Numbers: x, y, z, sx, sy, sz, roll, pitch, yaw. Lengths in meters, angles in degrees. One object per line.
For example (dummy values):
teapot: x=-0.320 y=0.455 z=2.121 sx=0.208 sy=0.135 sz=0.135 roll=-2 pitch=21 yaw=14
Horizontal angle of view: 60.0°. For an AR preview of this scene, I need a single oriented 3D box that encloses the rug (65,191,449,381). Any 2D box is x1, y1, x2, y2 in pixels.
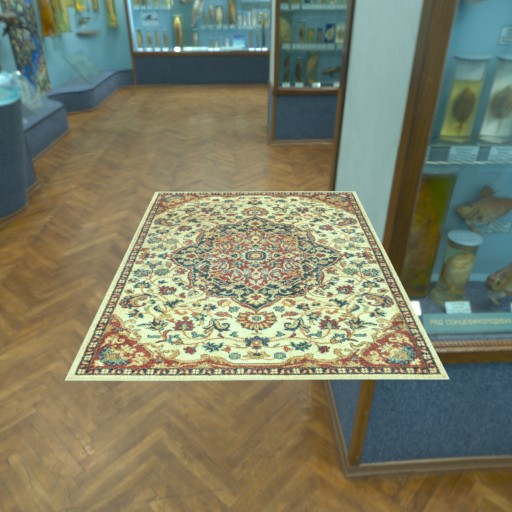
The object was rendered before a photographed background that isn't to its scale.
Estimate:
rug: x=0.000 y=0.000 z=4.134 sx=2.454 sy=0.005 sz=3.067 roll=0 pitch=31 yaw=0
